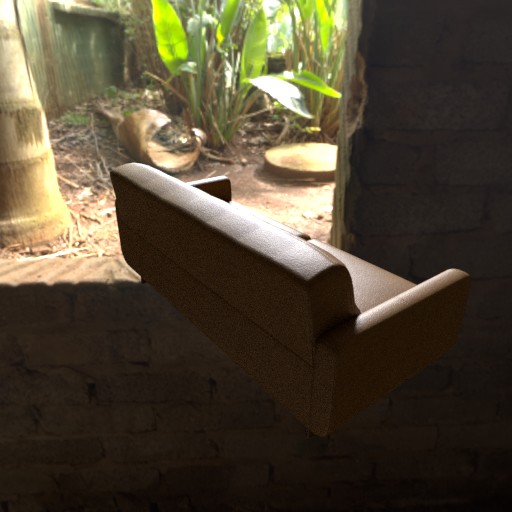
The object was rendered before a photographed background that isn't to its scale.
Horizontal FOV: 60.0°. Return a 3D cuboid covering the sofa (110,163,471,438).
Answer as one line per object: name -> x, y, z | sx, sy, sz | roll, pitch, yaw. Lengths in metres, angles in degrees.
sofa -> 0.000, 0.000, 2.658 | 0.980, 0.892, 2.137 | -19, 32, -33
